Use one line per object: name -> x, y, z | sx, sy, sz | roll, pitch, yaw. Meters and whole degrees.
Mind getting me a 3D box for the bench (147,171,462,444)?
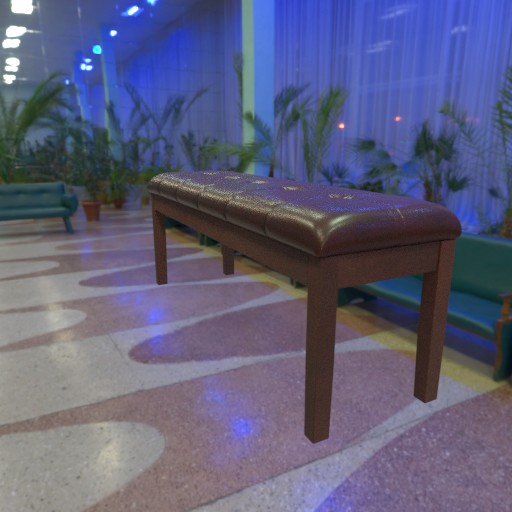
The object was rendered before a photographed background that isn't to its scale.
bench -> 0.000, 0.000, 1.476 | 0.401, 0.491, 1.259 | -7, 16, -27
